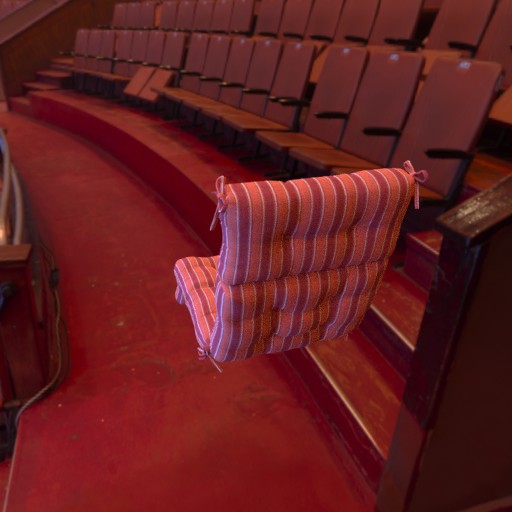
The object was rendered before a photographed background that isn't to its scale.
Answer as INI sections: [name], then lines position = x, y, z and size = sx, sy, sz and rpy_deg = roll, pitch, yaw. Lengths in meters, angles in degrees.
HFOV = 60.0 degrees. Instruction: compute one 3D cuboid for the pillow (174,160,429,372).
[pillow]
position = 0.000, 0.000, 1.552
size = 0.526, 0.863, 1.016
rpy_deg = -9, 28, -17
